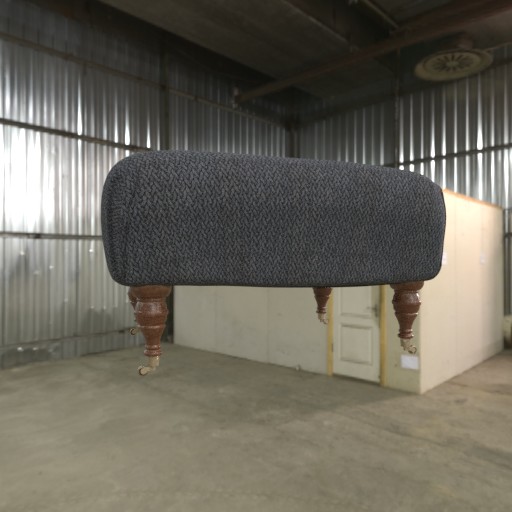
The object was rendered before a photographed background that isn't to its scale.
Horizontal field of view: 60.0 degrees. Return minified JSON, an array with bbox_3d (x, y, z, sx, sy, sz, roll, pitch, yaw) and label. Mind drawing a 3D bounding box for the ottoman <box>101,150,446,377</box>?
[{"bbox_3d":[0.000,0.000,1.141,0.747,0.450,0.622,0,0,-18],"label":"ottoman"}]
